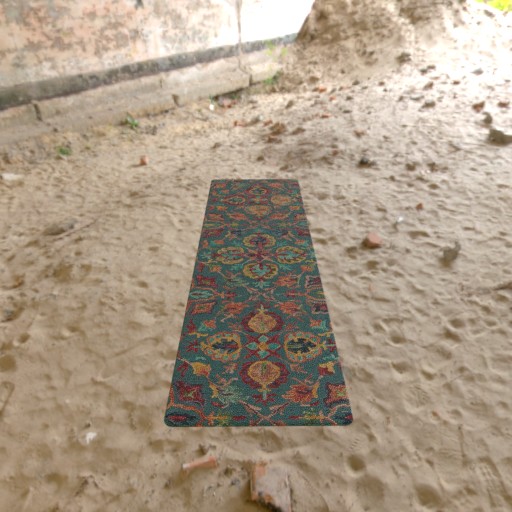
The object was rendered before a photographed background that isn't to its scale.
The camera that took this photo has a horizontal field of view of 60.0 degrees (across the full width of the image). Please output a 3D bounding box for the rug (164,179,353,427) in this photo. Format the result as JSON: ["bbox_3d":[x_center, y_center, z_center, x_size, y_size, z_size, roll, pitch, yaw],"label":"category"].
[{"bbox_3d":[0.000,0.000,2.550,0.686,0.013,2.286,0,32,0],"label":"rug"}]
